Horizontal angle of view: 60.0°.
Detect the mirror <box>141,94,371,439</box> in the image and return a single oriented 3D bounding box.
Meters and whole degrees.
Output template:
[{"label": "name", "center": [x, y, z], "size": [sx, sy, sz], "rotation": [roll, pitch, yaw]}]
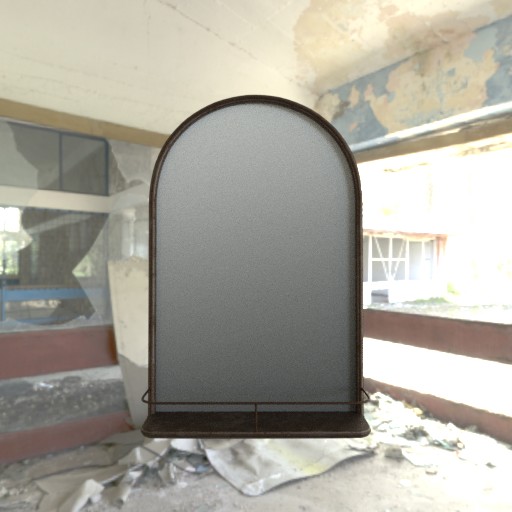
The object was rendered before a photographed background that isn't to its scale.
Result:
[{"label": "mirror", "center": [0.000, 0.000, 1.001], "size": [0.510, 0.770, 0.137], "rotation": [0, -1, 0]}]
